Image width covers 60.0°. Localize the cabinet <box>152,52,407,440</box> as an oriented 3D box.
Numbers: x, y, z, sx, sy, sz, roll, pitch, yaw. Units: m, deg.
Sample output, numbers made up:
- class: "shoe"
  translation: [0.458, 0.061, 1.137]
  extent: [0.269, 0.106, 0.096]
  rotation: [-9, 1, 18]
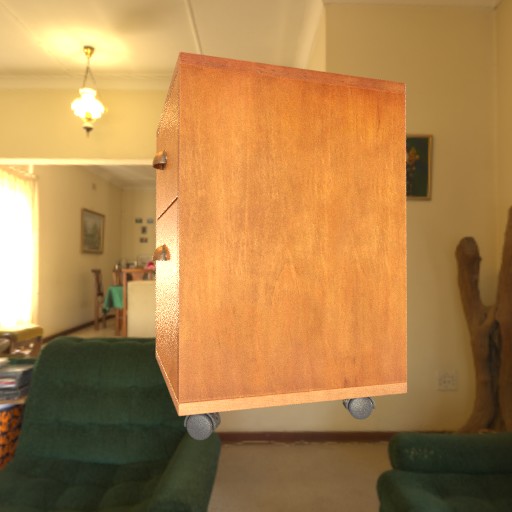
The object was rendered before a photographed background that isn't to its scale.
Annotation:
- class: "cabinet"
  translation: [0.000, 0.000, 0.878]
  extent: [0.401, 0.579, 0.409]
  rotation: [0, -1, -17]
